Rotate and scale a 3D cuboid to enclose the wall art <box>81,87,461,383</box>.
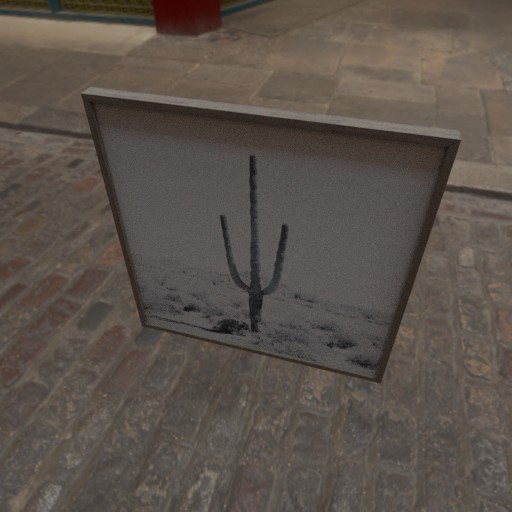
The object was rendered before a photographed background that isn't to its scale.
[{"bbox_3d":[0.000,0.000,1.123,0.762,0.762,0.038,11,42,12],"label":"wall art"}]
